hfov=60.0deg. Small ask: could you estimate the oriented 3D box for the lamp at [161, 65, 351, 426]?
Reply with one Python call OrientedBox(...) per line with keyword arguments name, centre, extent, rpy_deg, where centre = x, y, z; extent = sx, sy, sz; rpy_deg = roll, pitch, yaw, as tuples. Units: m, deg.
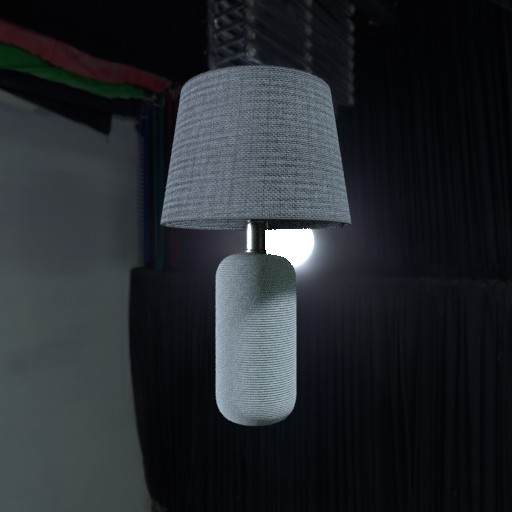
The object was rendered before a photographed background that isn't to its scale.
OrientedBox(name="lamp", centre=(0.000, 0.000, 0.597), extent=(0.251, 0.429, 0.251), rpy_deg=(0, 0, 0))
